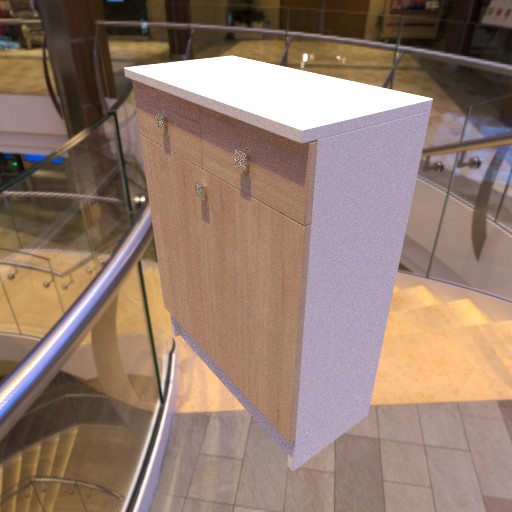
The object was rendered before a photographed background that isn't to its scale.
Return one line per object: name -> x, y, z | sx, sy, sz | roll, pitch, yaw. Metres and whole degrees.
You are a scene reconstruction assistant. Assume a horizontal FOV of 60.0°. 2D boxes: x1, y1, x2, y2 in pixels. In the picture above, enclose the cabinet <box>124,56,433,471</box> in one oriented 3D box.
cabinet -> 0.000, 0.000, 1.090 | 0.296, 0.815, 0.600 | -22, 38, -31
